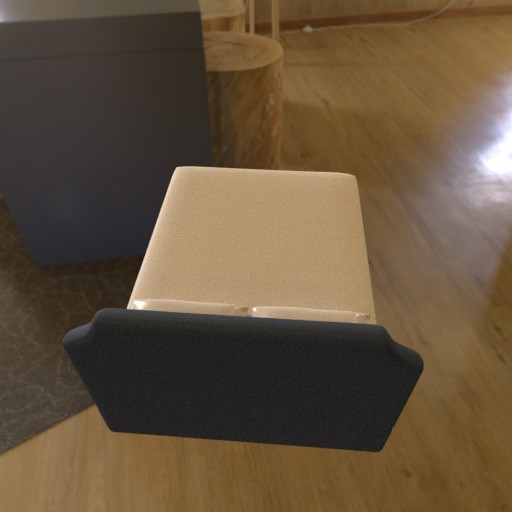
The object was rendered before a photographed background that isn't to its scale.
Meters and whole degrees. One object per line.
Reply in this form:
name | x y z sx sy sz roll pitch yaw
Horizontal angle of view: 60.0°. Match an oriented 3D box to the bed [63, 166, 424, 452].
bed | 0.000 0.000 3.270 1.831 1.297 2.260 3 46 3
